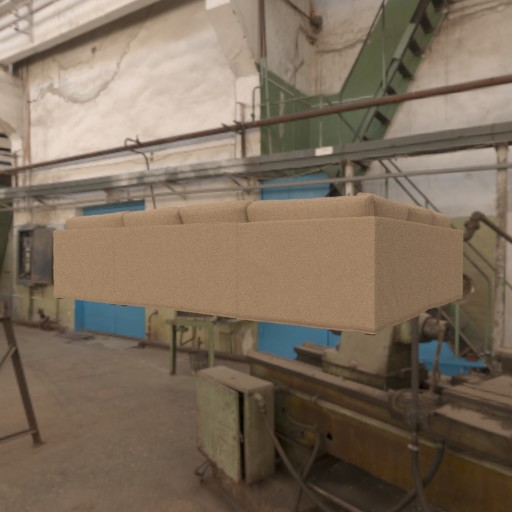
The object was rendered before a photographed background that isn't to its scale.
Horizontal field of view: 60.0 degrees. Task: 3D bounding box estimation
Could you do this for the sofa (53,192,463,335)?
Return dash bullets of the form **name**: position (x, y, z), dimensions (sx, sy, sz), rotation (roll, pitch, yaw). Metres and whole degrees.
- **sofa**: position (0.000, 0.000, 4.531), dimensions (3.460, 0.882, 2.427), rotation (1, 1, 36)
